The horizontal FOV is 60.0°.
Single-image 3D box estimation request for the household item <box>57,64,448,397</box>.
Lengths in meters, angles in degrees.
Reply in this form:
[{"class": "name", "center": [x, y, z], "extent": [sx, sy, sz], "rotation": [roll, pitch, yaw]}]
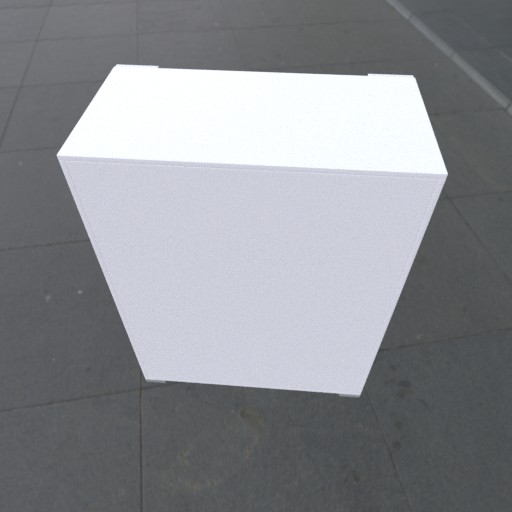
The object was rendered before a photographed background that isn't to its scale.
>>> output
[{"class": "household item", "center": [0.000, 0.000, 1.405], "extent": [0.790, 1.010, 0.420], "rotation": [3, 48, 3]}]
